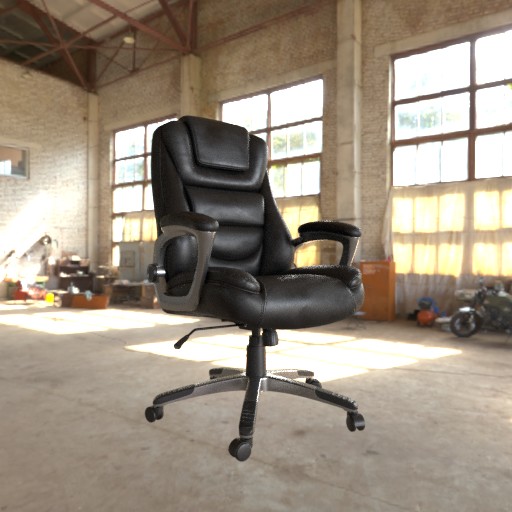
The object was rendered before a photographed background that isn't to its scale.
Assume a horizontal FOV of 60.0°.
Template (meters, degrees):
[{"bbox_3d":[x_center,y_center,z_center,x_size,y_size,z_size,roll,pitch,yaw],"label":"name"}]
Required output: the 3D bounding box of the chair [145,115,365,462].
[{"bbox_3d":[0.000,0.000,1.534,0.697,1.075,0.689,0,0,-35],"label":"chair"}]
